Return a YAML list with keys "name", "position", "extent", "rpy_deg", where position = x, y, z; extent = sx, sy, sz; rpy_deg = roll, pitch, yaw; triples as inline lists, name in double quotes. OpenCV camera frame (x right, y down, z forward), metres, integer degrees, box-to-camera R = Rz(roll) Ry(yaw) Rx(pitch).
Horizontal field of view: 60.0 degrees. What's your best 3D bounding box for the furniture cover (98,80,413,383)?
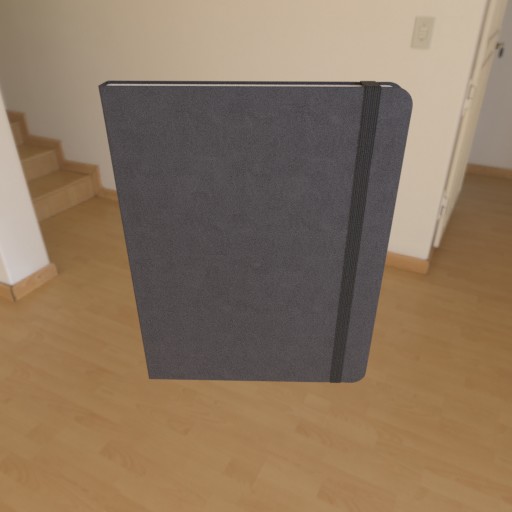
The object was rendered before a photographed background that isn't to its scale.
- name: "furniture cover"
  position: [0.000, 0.000, 0.381]
  extent: [0.216, 0.281, 0.023]
  rpy_deg: [1, 31, 1]
